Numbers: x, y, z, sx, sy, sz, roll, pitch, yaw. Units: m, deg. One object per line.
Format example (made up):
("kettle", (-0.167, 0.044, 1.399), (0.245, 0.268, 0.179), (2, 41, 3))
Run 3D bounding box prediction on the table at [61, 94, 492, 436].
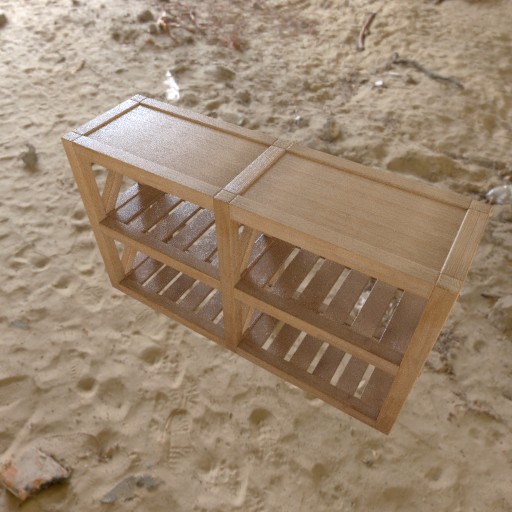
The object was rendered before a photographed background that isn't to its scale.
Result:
("table", (0.000, 0.000, 1.625), (1.320, 0.762, 0.381), (24, 50, 22))
